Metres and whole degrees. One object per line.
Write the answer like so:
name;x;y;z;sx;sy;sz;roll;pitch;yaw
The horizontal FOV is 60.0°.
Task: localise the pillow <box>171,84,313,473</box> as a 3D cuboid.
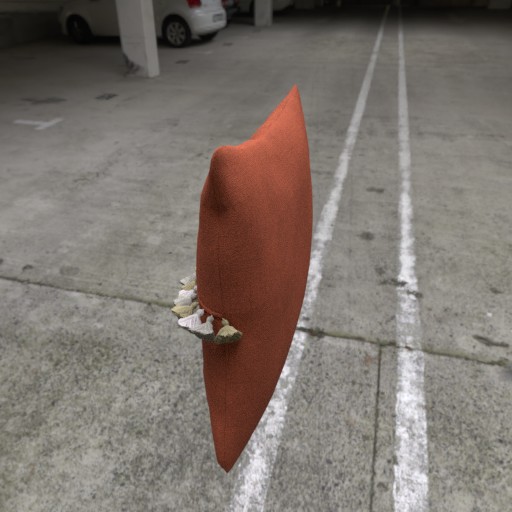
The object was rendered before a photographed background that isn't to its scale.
pillow;0.000;0.000;0.745;0.165;0.482;0.490;7;30;13
